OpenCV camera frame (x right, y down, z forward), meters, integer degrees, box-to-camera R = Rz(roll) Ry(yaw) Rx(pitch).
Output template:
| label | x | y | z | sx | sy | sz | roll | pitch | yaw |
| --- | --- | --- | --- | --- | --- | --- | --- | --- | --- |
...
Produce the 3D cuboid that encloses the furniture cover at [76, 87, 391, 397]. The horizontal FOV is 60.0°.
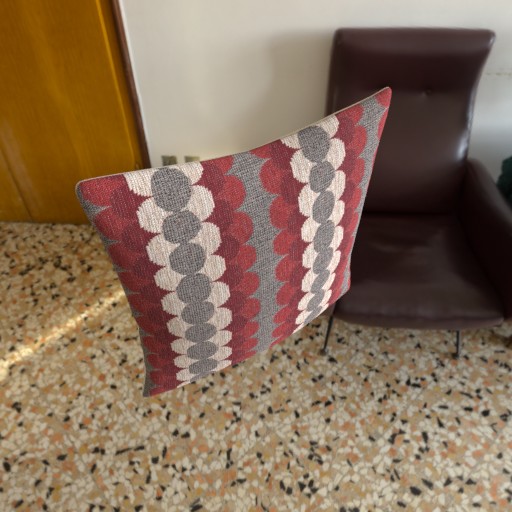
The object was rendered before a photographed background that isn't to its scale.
| label | x | y | z | sx | sy | sz | roll | pitch | yaw |
| --- | --- | --- | --- | --- | --- | --- | --- | --- | --- |
| furniture cover | 0.000 | 0.000 | 0.656 | 0.435 | 0.420 | 0.145 | -24 | 50 | -23 |
